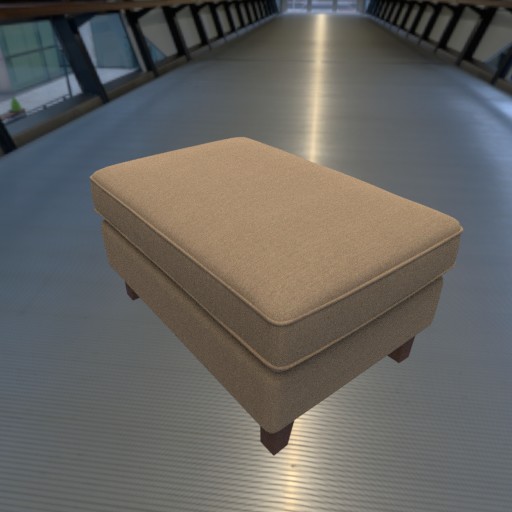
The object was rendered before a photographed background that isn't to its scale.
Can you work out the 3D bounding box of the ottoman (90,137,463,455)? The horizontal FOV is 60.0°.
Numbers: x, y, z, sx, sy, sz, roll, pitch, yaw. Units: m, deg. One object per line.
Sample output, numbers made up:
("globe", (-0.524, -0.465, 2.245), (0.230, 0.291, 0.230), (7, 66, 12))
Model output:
("ottoman", (0.000, 0.000, 1.336), (0.636, 0.521, 0.945), (-22, 38, -32))
